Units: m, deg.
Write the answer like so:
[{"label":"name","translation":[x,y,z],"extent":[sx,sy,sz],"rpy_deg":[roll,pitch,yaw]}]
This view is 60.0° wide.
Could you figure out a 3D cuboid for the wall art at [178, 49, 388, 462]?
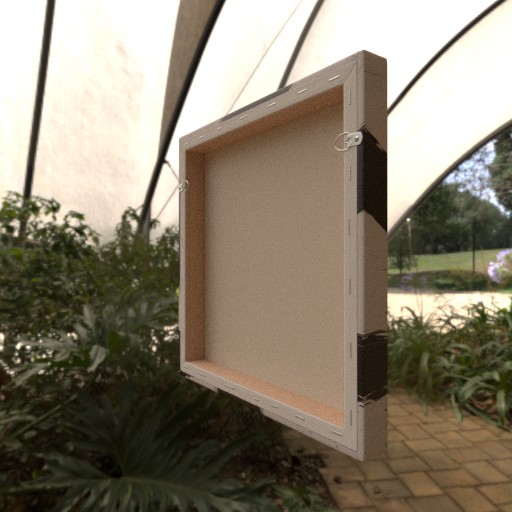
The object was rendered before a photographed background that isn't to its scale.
[{"label":"wall art","translation":[0.000,0.000,0.757],"extent":[0.050,0.508,0.507],"rpy_deg":[0,0,-36]}]
